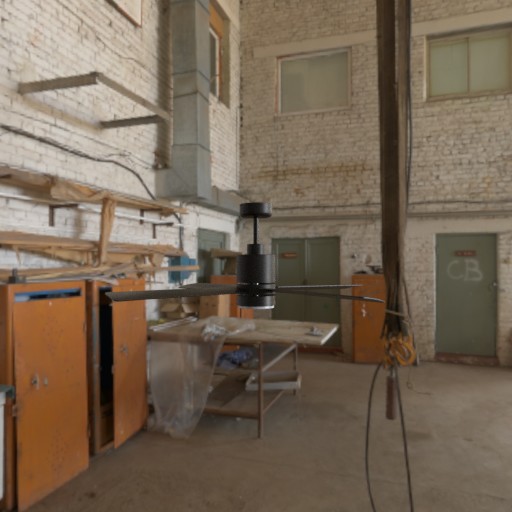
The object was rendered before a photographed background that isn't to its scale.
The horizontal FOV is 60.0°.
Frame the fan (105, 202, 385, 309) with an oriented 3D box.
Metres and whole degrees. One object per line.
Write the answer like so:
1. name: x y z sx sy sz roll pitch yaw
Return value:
1. fan: 0.000 0.000 2.303 1.525 0.534 1.525 1 -1 -36
